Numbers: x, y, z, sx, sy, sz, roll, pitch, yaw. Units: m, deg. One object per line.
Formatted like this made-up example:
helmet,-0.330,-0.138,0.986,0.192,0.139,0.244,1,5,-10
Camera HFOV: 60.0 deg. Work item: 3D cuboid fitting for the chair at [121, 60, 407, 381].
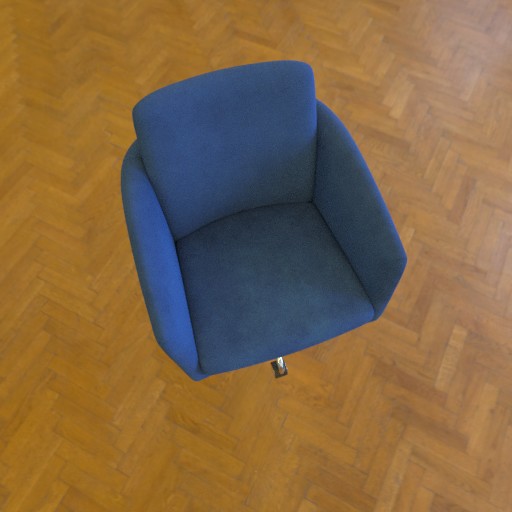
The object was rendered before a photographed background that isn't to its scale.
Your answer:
chair,0.000,0.000,1.338,0.641,0.908,0.635,-17,65,-8
